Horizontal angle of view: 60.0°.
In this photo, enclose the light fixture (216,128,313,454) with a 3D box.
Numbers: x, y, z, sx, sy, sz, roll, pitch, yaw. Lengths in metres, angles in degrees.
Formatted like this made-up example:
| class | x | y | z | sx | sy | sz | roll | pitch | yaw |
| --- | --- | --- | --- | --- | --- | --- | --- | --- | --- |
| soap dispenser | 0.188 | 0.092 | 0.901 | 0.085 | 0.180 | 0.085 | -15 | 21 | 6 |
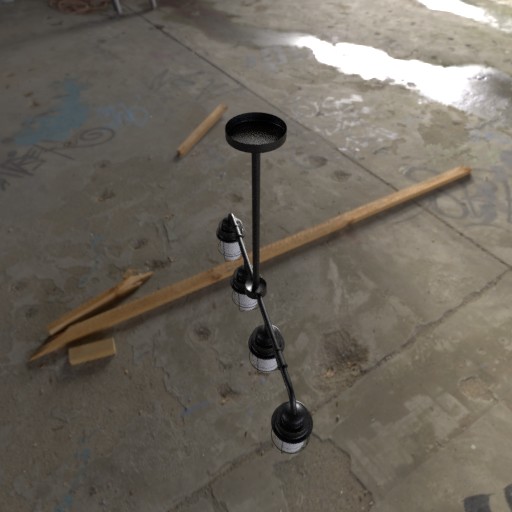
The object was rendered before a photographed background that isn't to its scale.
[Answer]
| class | x | y | z | sx | sy | sz | roll | pitch | yaw |
| --- | --- | --- | --- | --- | --- | --- | --- | --- | --- |
| light fixture | 0.000 | 0.000 | 1.220 | 0.131 | 0.785 | 0.852 | -11 | 47 | -10 |
